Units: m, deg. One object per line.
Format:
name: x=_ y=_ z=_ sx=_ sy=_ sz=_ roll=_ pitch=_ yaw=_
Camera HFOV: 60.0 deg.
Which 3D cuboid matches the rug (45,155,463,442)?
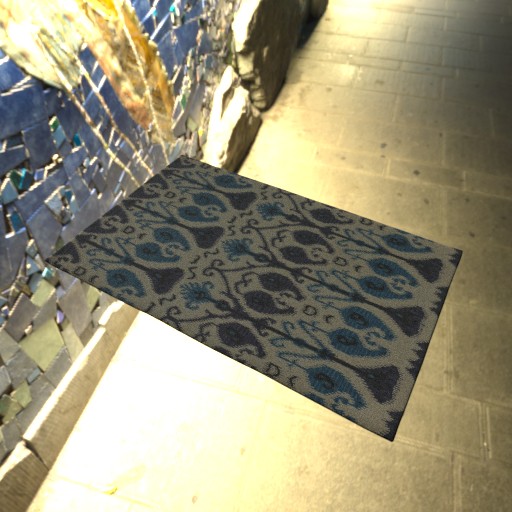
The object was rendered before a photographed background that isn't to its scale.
rug: x=0.000 y=0.000 z=2.118 sx=1.698 sy=0.013 sz=1.072 roll=22 pitch=49 yaw=21
